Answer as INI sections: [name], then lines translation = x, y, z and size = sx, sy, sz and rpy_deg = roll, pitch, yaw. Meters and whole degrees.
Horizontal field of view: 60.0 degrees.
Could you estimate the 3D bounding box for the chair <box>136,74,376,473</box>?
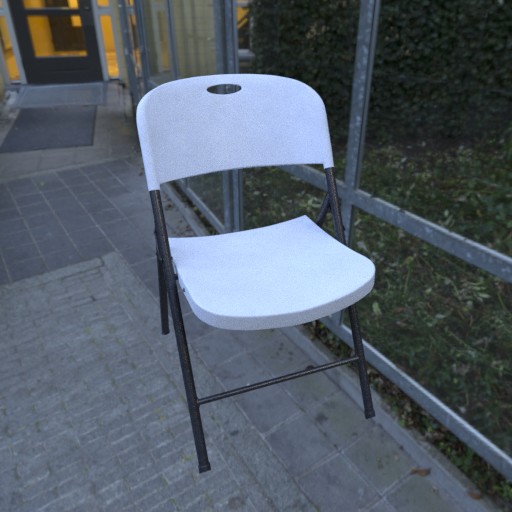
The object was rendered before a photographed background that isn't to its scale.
[chair]
translation = 0.000, 0.000, 1.155
size = 0.494, 0.810, 0.566
rpy_deg = -11, 32, -17
